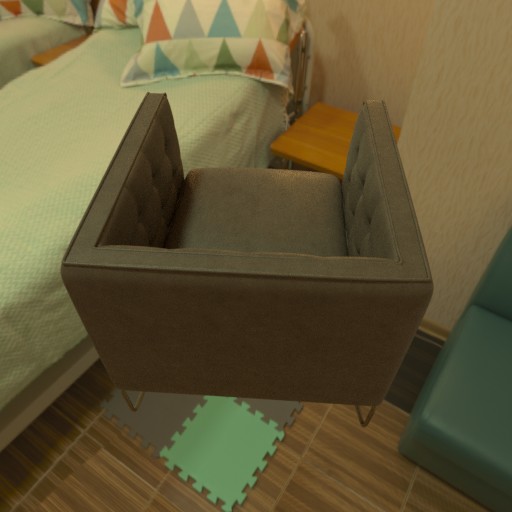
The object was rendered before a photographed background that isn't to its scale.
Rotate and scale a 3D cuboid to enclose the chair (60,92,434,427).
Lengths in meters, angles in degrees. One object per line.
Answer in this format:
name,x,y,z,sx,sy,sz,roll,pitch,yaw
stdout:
chair,0.000,0.000,1.563,0.880,0.790,0.894,3,47,3
